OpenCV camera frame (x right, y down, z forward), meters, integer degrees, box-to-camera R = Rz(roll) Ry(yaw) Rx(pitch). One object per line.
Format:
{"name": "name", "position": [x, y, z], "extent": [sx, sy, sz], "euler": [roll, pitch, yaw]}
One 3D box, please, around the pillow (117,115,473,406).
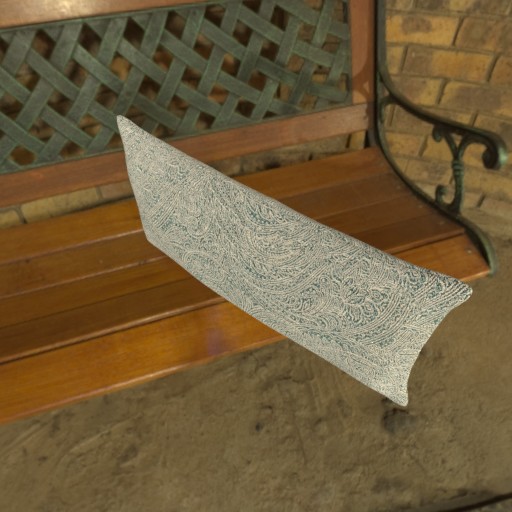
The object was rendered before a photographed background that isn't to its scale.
{"name": "pillow", "position": [0.000, 0.000, 0.727], "extent": [0.615, 0.295, 0.151], "euler": [30, 53, 26]}
